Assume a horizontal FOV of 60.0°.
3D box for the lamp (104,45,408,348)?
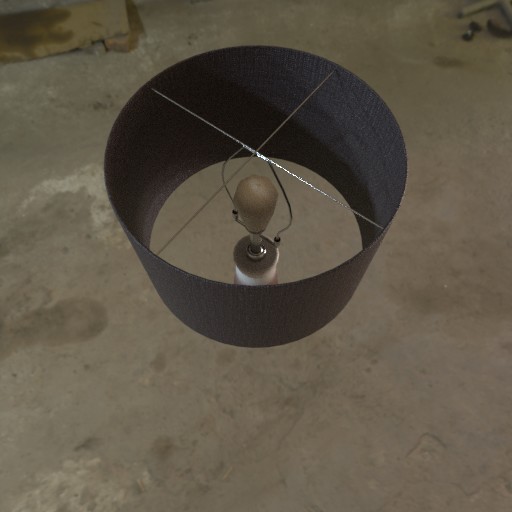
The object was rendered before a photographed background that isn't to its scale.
[{"bbox_3d":[0.000,0.000,0.663,0.303,0.488,0.303,0,64,0],"label":"lamp"}]
